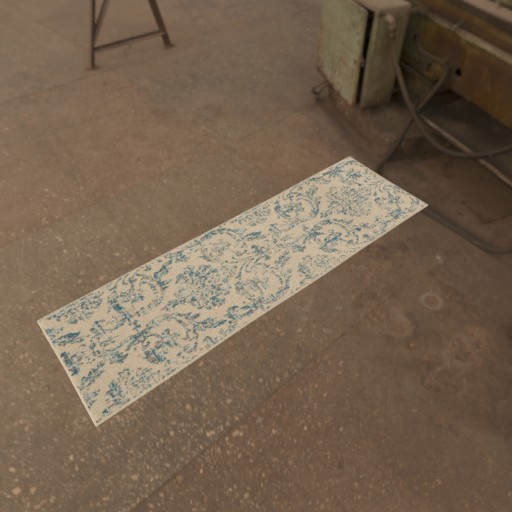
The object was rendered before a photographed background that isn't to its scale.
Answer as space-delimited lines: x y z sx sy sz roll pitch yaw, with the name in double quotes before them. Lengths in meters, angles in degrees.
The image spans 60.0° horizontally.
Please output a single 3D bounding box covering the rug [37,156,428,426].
"rug" 0.000 0.000 2.441 2.196 0.011 0.662 -30 54 -25
